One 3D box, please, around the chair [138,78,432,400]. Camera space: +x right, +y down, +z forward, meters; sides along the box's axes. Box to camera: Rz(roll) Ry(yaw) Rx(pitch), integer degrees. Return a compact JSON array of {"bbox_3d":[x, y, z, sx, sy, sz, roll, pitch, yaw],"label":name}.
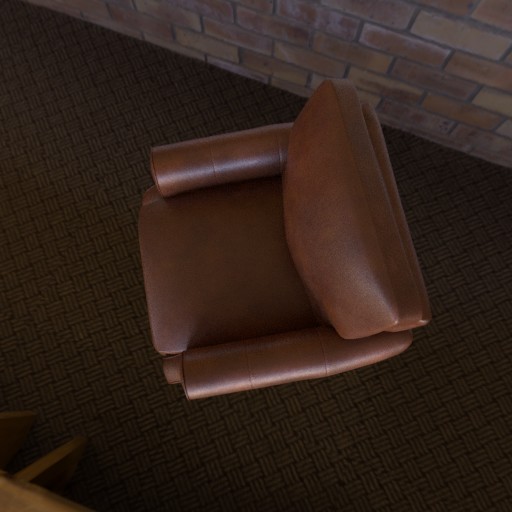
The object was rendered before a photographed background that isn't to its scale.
[{"bbox_3d":[0.000,0.000,1.751,0.992,0.972,0.989,-10,77,-2],"label":"chair"}]
